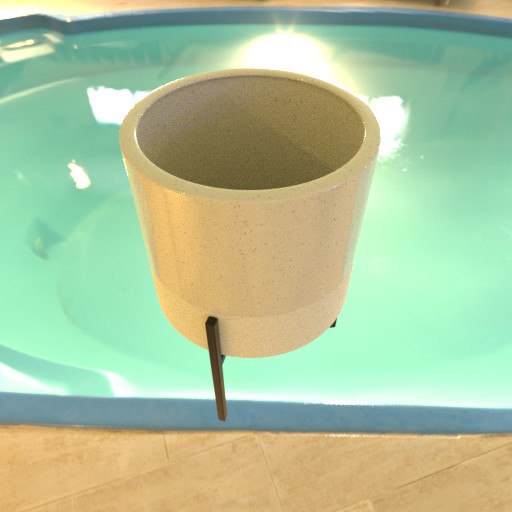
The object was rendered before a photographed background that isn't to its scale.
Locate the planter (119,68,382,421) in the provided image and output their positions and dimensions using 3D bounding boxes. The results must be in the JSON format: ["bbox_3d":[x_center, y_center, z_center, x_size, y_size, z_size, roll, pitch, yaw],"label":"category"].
[{"bbox_3d":[0.000,0.000,0.343,0.159,0.230,0.152,-9,46,-9],"label":"planter"}]
